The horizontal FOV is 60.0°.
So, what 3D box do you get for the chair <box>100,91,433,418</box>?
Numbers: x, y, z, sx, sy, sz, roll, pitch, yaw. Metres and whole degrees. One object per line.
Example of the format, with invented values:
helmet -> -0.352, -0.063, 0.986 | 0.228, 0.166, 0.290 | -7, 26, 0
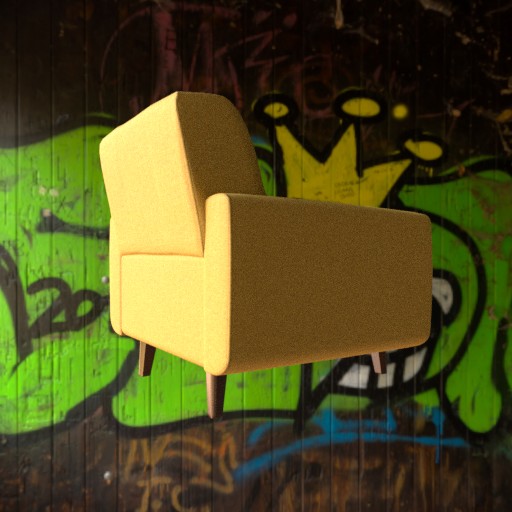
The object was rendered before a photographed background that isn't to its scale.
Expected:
chair -> 0.000, 0.000, 1.550 | 0.909, 0.841, 0.831 | 0, 1, -37
